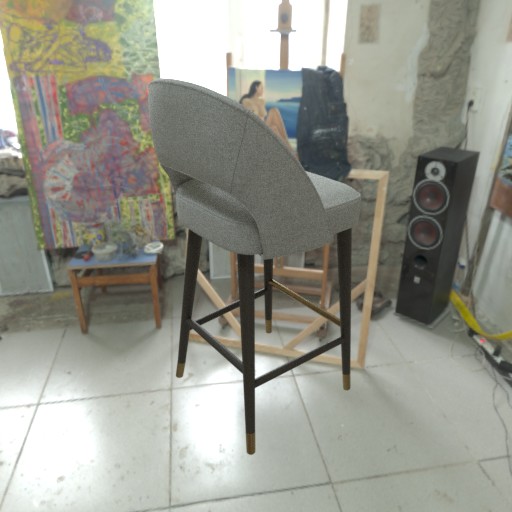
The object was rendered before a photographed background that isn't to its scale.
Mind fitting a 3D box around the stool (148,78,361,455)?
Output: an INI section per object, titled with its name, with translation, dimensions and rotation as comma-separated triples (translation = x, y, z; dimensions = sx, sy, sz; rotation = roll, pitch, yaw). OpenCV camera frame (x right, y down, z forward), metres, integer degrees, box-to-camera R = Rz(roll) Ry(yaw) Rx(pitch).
[stool]
translation = 0.000, 0.000, 1.358
dimensions = 0.509, 1.037, 0.494
rotation = -20, 33, -34
